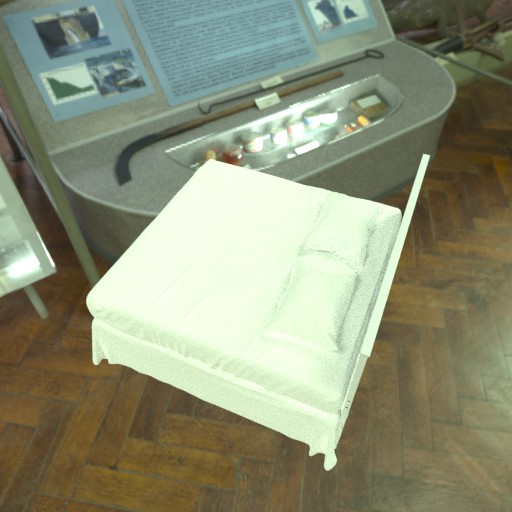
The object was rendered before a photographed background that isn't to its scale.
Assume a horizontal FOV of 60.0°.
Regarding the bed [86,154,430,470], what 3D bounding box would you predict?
[{"bbox_3d":[0.000,0.000,3.661,2.215,1.273,2.317,18,49,16],"label":"bed"}]
